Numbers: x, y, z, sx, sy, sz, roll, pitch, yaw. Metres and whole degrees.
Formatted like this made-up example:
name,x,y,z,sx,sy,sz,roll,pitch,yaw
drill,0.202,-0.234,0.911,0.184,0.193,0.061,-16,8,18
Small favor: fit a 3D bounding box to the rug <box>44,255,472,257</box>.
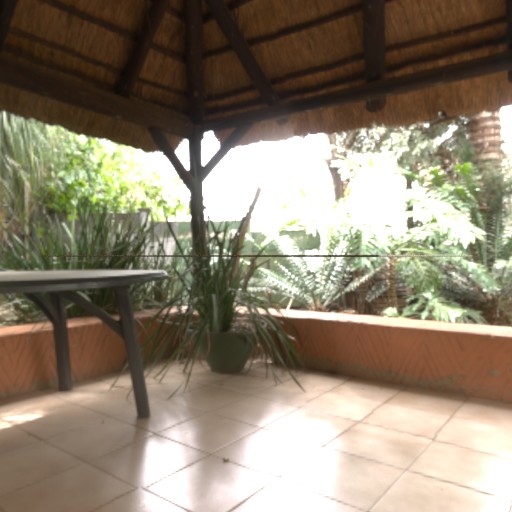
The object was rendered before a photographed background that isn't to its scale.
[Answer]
name,x,y,z,sx,sy,sz,roll,pitch,yaw
rug,0.000,0.000,2.837,2.238,0.008,1.593,0,0,37
